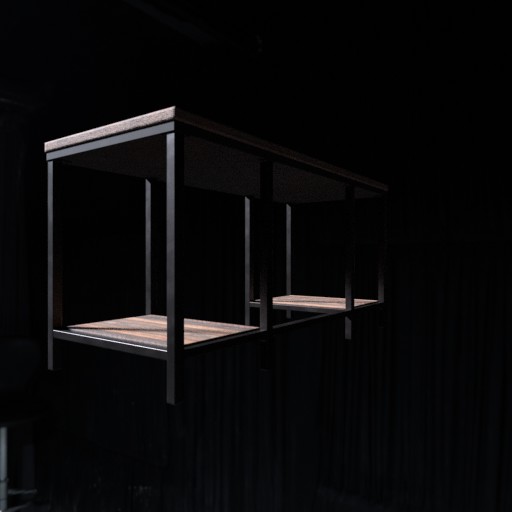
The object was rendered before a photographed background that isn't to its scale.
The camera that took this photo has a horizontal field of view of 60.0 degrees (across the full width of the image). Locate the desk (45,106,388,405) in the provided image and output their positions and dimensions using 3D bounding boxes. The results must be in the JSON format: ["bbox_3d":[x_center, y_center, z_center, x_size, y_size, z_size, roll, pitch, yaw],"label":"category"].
[{"bbox_3d":[0.000,0.000,1.915,0.617,0.753,1.538,0,0,36],"label":"desk"}]
